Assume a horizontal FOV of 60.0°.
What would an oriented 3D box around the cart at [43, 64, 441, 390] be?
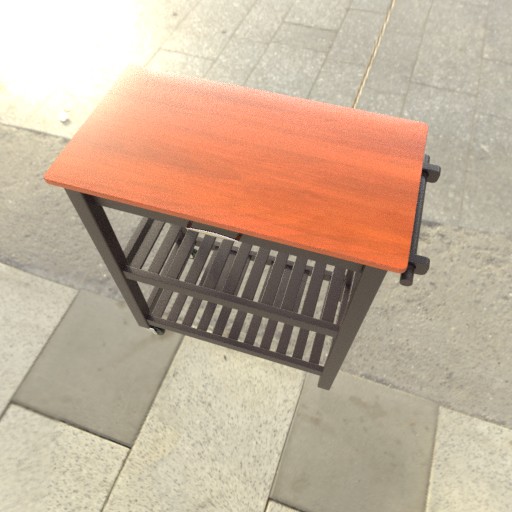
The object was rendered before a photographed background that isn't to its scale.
[{"bbox_3d":[0.000,0.000,1.459,0.899,0.927,0.457,15,59,9],"label":"cart"}]
